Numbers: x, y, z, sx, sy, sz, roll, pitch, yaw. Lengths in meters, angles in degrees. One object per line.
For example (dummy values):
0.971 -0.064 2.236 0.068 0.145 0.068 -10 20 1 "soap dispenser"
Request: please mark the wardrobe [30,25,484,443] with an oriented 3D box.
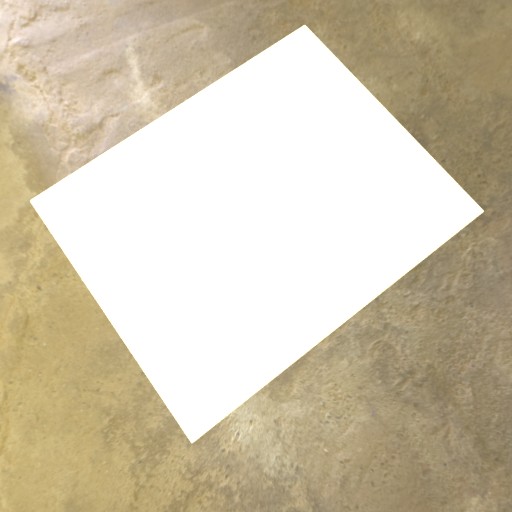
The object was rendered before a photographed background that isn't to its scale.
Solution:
0.000 0.000 0.873 0.500 0.520 0.400 -36 77 -9 "wardrobe"
